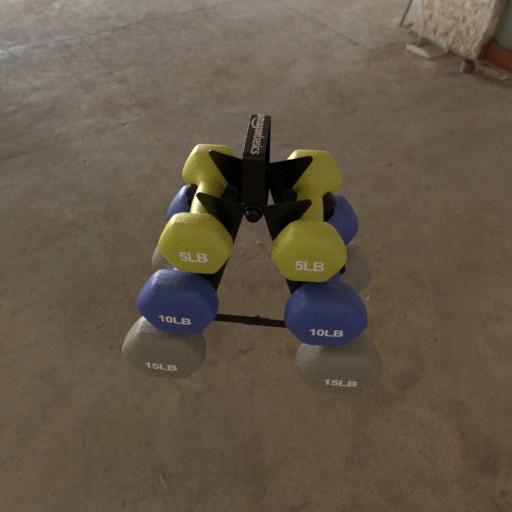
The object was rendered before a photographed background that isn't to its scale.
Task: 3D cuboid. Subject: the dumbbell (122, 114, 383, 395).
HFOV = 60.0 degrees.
[{"bbox_3d":[0.000,0.000,0.678,0.416,0.426,0.261,4,47,4],"label":"dumbbell"}]
